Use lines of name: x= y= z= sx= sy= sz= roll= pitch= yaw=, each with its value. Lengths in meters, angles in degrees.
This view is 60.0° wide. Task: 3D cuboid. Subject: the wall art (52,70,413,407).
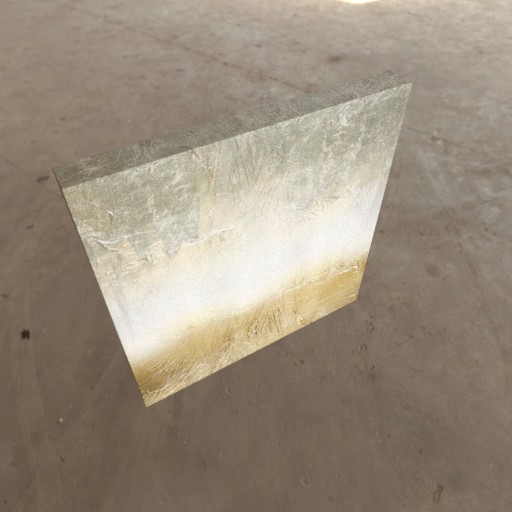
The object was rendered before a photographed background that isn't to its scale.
wall art: x=0.000 y=0.000 z=0.605 sx=0.405 sy=0.407 sz=0.038 roll=-23 pitch=50 yaw=-21
